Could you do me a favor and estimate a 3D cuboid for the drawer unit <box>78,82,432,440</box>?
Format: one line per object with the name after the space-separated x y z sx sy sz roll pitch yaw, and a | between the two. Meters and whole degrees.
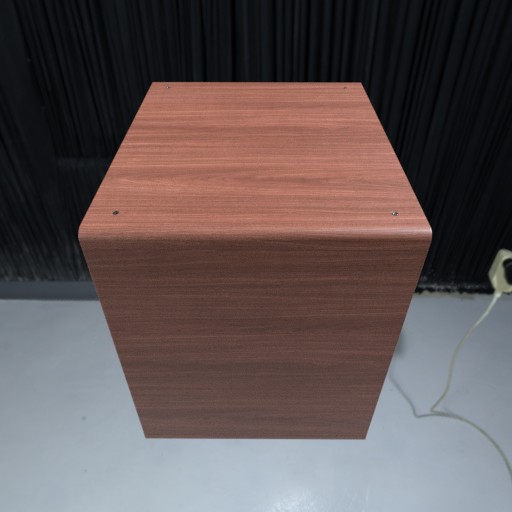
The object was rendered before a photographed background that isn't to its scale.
0.000 0.000 0.607 0.290 0.351 0.349 0 41 0 | drawer unit
